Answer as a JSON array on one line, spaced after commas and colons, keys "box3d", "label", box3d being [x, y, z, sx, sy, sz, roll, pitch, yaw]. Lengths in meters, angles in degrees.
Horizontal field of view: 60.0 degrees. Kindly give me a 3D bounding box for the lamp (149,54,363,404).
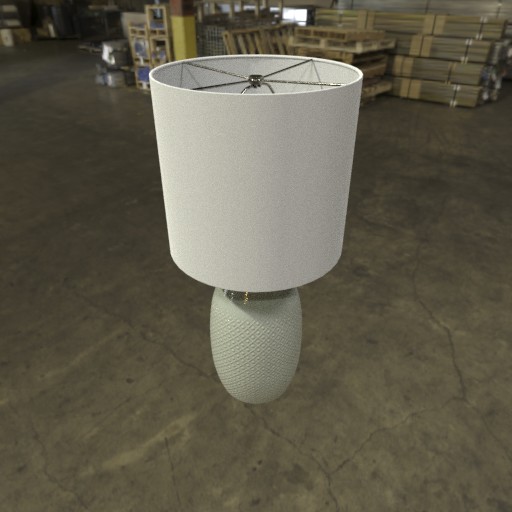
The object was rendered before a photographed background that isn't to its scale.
[{"box3d": [0.000, 0.000, 0.578, 0.217, 0.453, 0.217, 22, 39, 31], "label": "lamp"}]
